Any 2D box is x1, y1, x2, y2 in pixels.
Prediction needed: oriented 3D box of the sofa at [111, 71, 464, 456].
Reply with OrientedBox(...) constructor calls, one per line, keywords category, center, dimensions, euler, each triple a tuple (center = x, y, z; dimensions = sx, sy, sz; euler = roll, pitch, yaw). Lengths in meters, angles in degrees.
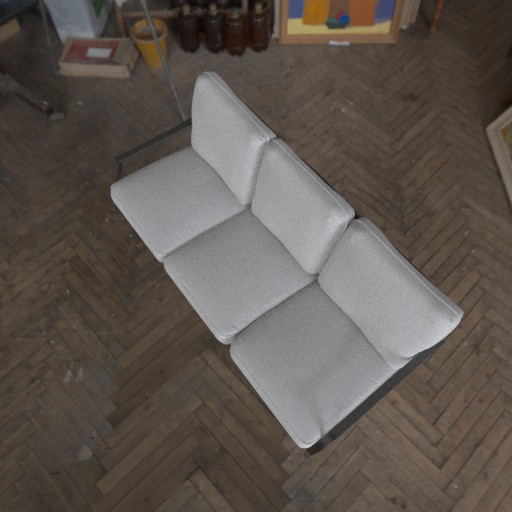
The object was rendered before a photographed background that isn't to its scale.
OrientedBox(category="sofa", center=(0.000, 0.000, 2.213), dimensions=(0.787, 0.860, 1.740), euler=(-35, 68, -16))
